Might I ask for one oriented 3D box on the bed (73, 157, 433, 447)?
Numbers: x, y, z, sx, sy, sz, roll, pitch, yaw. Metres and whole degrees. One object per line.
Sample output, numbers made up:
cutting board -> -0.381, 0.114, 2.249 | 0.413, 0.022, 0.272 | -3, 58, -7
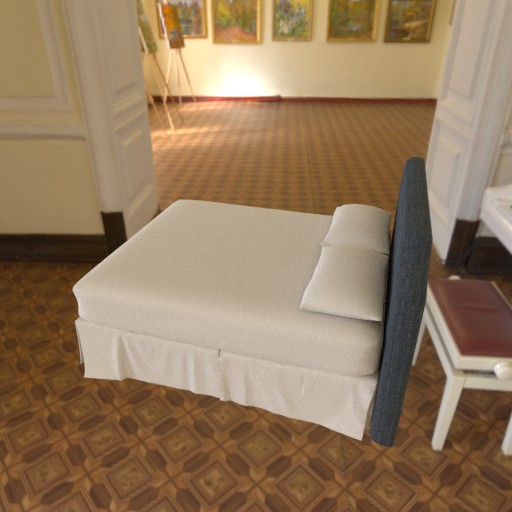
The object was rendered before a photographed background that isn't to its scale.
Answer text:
bed -> 0.000, 0.000, 3.291 | 2.208, 1.297, 1.828 | 8, 30, 15
